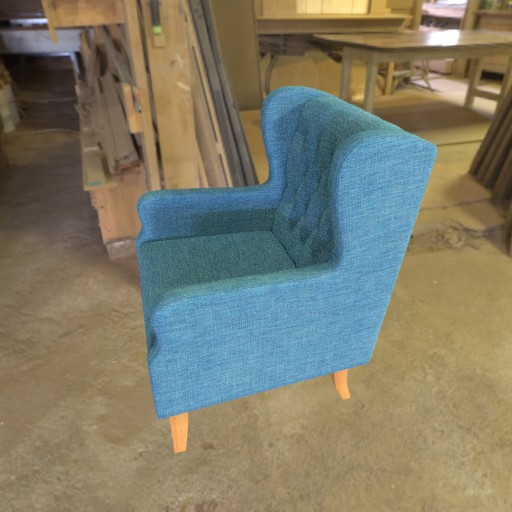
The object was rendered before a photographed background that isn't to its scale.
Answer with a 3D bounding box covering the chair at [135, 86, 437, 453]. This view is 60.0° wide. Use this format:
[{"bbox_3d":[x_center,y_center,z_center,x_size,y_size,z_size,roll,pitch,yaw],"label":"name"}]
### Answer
[{"bbox_3d":[0.000,0.000,1.481,0.775,0.952,0.711,-8,32,-13],"label":"chair"}]
